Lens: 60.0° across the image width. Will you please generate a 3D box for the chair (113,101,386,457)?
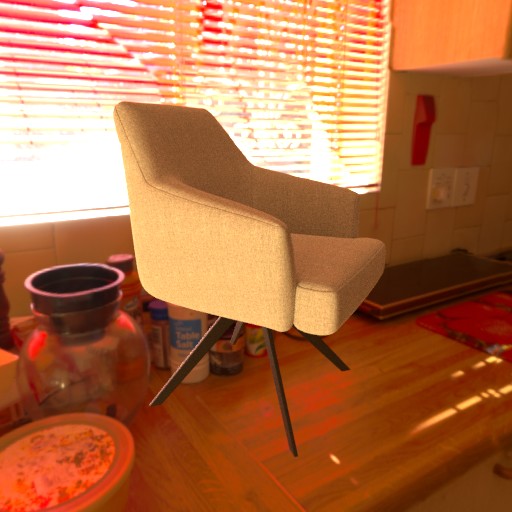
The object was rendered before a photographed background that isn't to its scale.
[{"bbox_3d":[0.000,0.000,1.324,0.677,0.874,0.642,8,17,26],"label":"chair"}]
